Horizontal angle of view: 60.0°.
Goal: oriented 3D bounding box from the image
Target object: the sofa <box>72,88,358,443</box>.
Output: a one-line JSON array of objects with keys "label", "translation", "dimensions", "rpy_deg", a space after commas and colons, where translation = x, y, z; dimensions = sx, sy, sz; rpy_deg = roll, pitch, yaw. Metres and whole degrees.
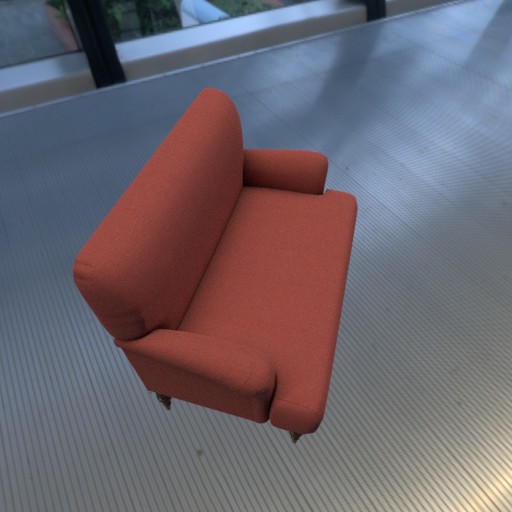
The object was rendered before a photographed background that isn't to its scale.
[{"label": "sofa", "translation": [0.000, 0.000, 1.865], "dimensions": [0.779, 0.889, 1.297], "rpy_deg": [11, 47, 10]}]
